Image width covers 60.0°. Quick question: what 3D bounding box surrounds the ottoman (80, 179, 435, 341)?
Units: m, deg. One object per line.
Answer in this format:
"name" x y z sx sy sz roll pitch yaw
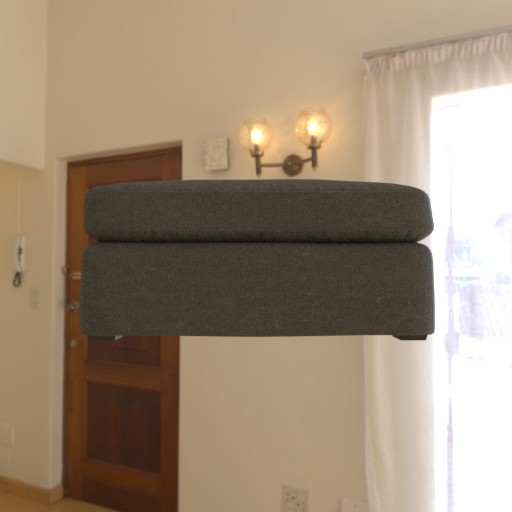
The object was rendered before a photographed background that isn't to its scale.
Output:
"ottoman" 0.000 0.000 1.591 0.840 0.429 1.199 0 -2 -1
